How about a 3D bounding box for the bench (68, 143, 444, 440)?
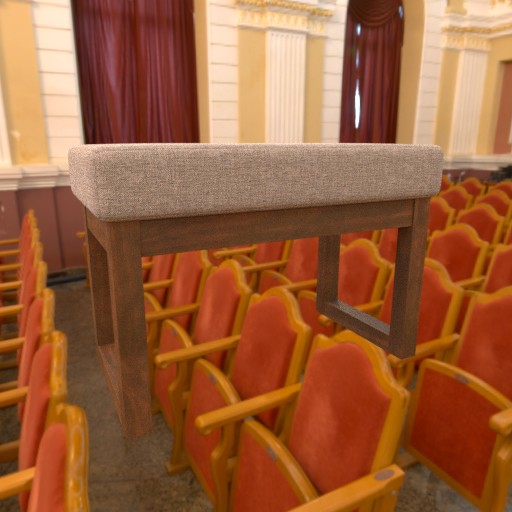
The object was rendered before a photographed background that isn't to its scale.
[{"bbox_3d":[0.000,0.000,0.948,0.681,0.467,0.366,-7,16,-26],"label":"bench"}]
